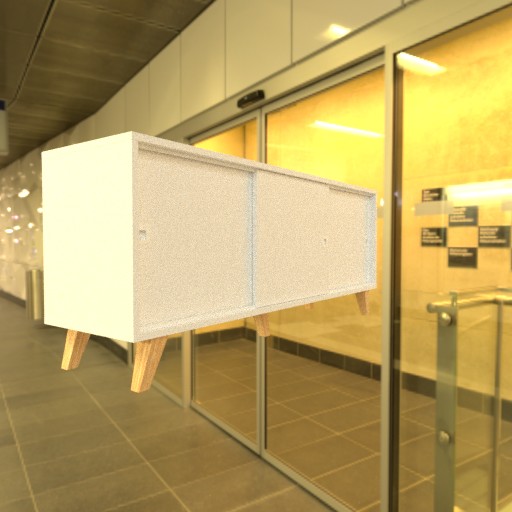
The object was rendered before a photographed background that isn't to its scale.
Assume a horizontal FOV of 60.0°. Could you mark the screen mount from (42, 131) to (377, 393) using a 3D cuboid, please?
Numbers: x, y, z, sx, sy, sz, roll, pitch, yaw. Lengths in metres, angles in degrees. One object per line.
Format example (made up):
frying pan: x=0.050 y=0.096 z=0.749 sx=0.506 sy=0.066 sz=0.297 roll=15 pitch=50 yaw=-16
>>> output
screen mount: x=0.000 y=0.000 z=1.740 sx=0.400 sy=0.619 sz=1.490 roll=1 pitch=2 yaw=37
